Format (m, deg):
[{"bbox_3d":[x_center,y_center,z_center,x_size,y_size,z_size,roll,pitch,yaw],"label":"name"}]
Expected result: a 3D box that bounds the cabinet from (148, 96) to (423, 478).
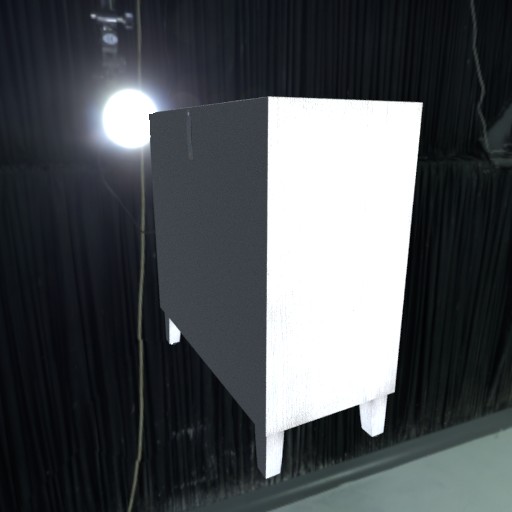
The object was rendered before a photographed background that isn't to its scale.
[{"bbox_3d":[0.000,0.000,1.249,0.370,0.787,0.781,-8,18,-26],"label":"cabinet"}]
